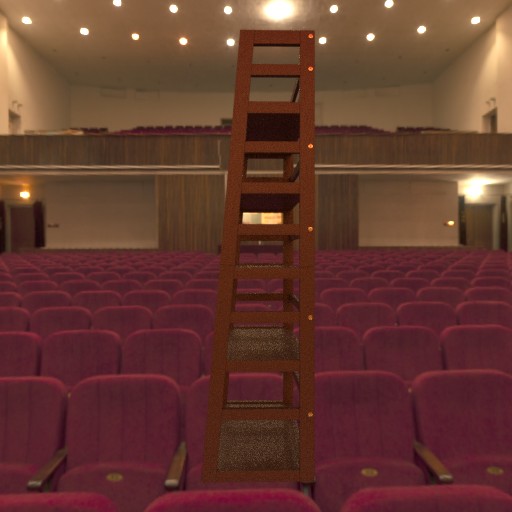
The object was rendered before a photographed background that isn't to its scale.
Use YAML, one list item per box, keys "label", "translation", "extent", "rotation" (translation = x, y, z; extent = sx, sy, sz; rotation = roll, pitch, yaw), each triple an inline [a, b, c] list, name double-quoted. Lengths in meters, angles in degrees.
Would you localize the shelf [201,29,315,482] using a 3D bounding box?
- label: "shelf"
  translation: [0.000, 0.000, 1.947]
  extent: [0.403, 1.600, 0.763]
  rotation: [0, 0, -1]
